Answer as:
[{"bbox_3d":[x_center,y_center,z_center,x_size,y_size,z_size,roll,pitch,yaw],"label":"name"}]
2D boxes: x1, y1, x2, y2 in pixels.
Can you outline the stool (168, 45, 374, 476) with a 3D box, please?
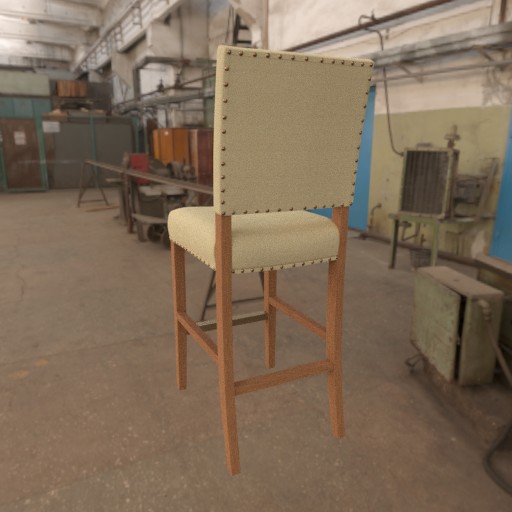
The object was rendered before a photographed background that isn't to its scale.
[{"bbox_3d":[0.000,0.000,1.474,0.445,1.168,0.584,-7,16,-25],"label":"stool"}]
